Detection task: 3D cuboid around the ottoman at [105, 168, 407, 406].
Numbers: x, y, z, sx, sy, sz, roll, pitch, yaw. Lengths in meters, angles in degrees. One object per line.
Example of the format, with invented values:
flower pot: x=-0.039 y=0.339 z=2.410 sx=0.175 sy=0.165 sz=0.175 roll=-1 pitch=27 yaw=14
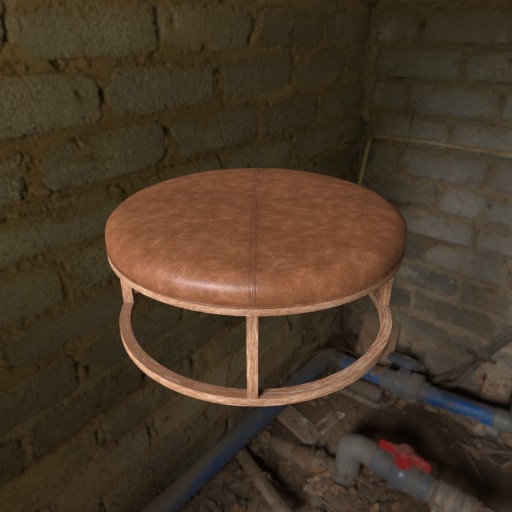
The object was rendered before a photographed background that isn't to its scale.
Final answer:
ottoman: x=0.000 y=0.000 z=1.592 sx=1.006 sy=0.445 sz=1.006 roll=0 pitch=27 yaw=0
